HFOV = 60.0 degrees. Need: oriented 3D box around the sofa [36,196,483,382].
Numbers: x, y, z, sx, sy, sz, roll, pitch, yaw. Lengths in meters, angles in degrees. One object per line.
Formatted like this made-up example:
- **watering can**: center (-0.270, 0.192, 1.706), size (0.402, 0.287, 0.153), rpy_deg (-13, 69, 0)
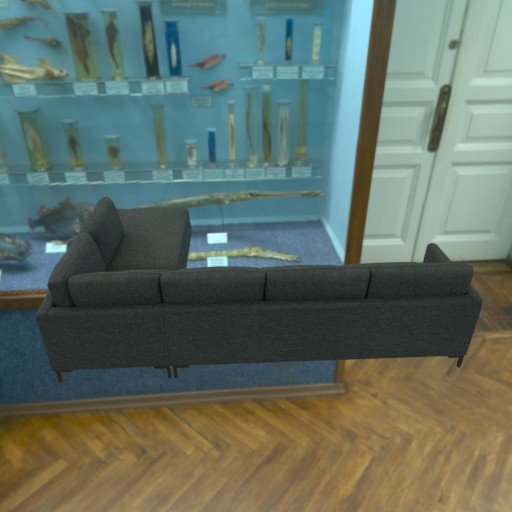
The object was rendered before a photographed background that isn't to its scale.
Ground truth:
- **sofa**: center (0.000, 0.000, 3.794), size (2.949, 0.815, 2.007), rpy_deg (-1, 31, -2)
